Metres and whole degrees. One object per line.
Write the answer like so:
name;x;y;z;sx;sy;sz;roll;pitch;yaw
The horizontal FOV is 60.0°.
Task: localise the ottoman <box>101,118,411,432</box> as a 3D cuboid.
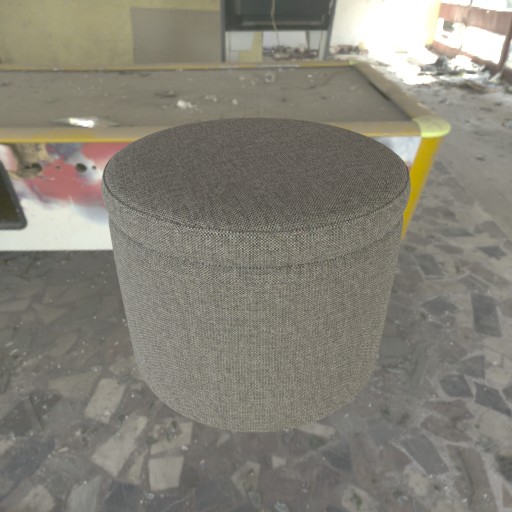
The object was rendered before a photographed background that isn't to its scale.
ottoman;0.000;0.000;0.866;0.520;0.430;0.520;0;32;0
